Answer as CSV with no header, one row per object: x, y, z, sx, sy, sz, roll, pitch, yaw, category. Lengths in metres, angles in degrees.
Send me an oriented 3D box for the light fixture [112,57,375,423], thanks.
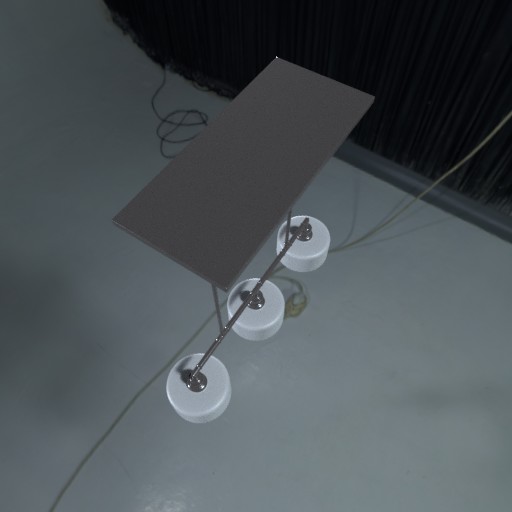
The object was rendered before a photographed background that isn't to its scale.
0.000,0.000,0.854,0.177,0.557,0.582,29,63,17,light fixture
